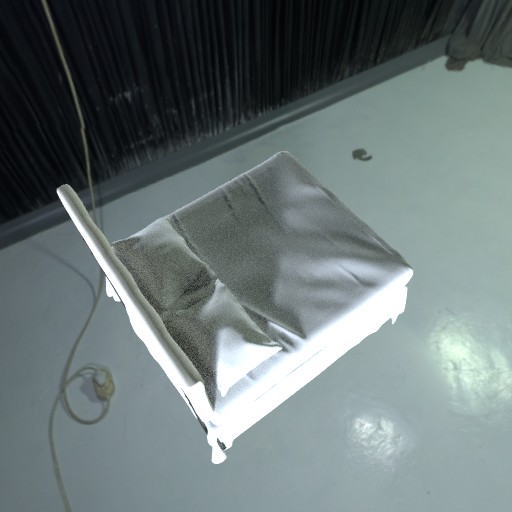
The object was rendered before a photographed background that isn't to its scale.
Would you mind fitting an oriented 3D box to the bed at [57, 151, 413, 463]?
[{"bbox_3d":[0.000,0.000,3.522,2.222,1.577,1.936,-32,64,-18],"label":"bed"}]
